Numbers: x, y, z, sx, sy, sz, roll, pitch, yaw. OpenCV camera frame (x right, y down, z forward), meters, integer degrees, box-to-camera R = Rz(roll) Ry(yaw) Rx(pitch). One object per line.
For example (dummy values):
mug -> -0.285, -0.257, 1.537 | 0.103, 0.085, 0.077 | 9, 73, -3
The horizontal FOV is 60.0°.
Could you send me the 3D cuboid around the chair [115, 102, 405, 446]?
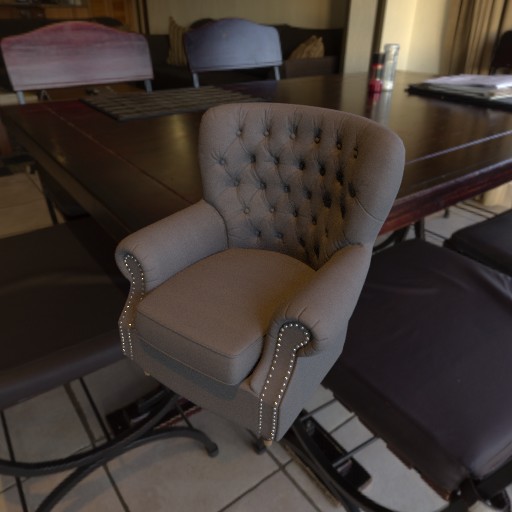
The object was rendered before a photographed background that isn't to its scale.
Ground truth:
chair -> 0.000, 0.000, 1.827 | 0.983, 1.046, 0.983 | 19, 35, 29
